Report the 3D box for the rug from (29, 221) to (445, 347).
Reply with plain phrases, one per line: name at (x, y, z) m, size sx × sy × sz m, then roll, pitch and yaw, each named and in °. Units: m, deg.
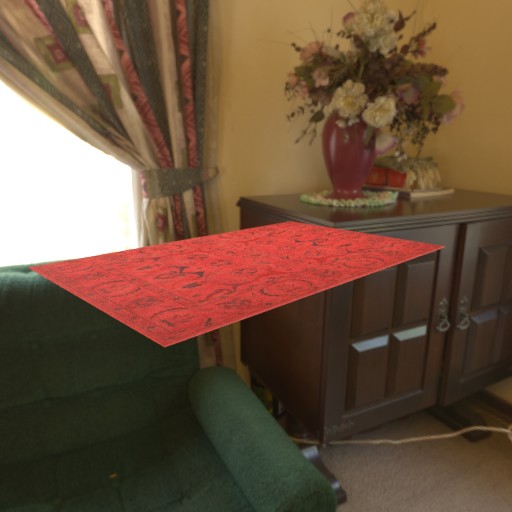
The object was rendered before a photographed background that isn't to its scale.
rug at (0.000, 0.000, 3.014) m, size 2.423 × 0.010 × 1.534 m, roll -13°, pitch 19°, yaw -42°
